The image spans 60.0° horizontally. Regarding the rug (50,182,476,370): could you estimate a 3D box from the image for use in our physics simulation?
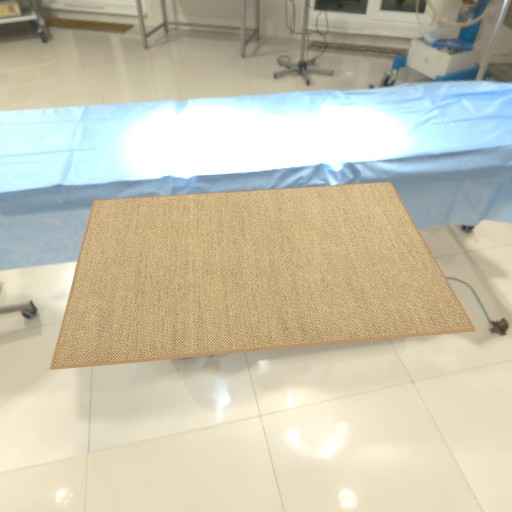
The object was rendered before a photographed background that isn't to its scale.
[{"bbox_3d":[0.000,0.000,2.094,1.668,0.012,1.061,-4,44,-4],"label":"rug"}]
